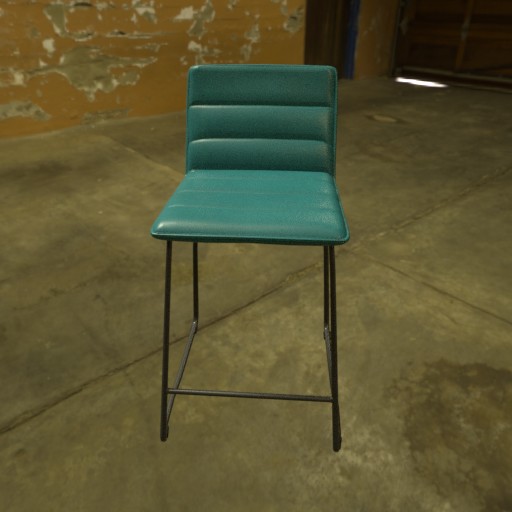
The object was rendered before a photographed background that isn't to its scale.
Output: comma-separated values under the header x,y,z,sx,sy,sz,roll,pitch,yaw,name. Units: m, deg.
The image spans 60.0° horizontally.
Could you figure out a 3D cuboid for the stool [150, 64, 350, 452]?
x,y,z,sx,sy,sz,roll,pitch,yaw,name
0.000,0.000,1.145,0.489,0.866,0.524,2,29,3,stool
